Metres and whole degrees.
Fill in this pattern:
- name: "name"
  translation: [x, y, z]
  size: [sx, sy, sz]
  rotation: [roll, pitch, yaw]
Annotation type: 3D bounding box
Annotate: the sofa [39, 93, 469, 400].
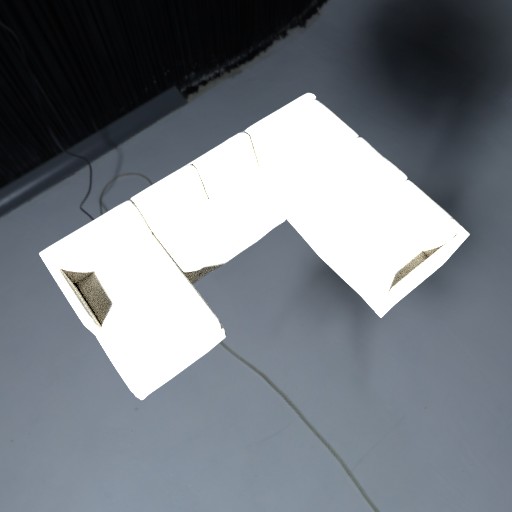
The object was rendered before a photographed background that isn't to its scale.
- name: "sofa"
  translation: [0.000, 0.000, 4.514]
  size: [3.464, 0.882, 2.448]
  rotation: [-36, 69, -16]
